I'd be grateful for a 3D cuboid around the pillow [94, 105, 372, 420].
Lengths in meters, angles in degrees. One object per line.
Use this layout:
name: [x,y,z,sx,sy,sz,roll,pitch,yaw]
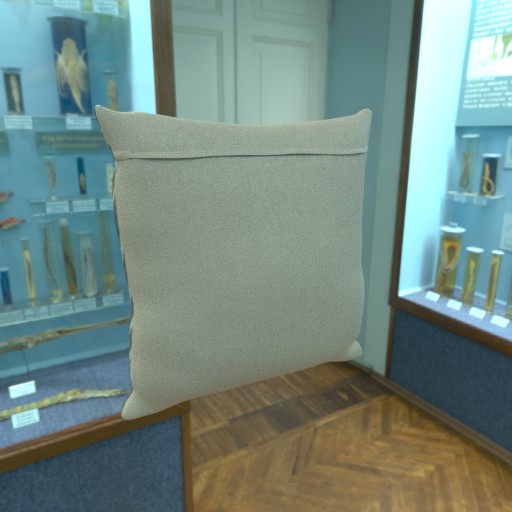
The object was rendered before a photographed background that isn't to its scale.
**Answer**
pillow: [0.000,0.000,0.681,0.440,0.441,0.182,-8,17,-27]
